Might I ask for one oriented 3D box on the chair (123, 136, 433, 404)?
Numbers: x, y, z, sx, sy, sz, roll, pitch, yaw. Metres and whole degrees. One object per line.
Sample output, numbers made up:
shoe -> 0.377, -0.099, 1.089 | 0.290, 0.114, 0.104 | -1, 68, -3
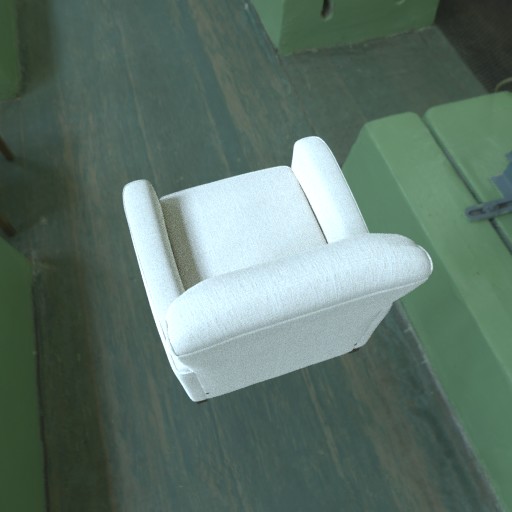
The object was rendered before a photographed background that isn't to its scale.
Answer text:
chair -> 0.000, 0.000, 1.650 | 0.841, 1.028, 0.858 | -16, 63, -9
